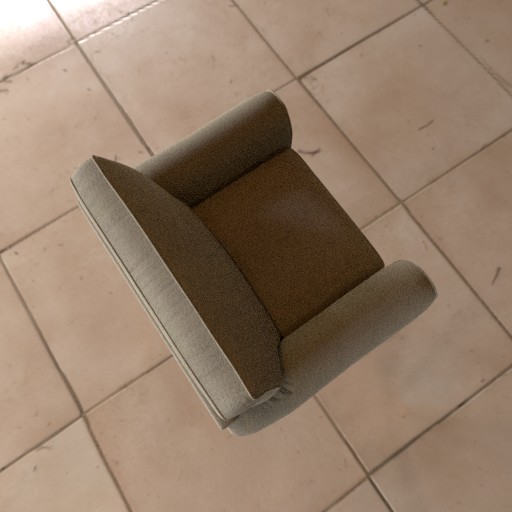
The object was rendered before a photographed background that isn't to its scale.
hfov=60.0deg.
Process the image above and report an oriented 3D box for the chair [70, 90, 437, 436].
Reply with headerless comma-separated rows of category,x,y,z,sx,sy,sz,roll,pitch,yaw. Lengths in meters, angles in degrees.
chair,0.000,0.000,1.848,0.939,1.044,1.147,-34,76,-9
